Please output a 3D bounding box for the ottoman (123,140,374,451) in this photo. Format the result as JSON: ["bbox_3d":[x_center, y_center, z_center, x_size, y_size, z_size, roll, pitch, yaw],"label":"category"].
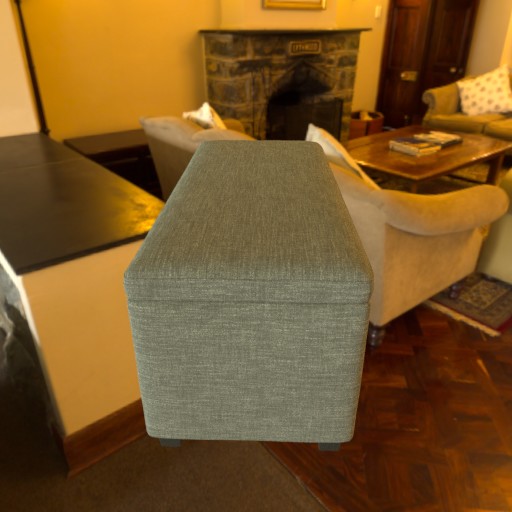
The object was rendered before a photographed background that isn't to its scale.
[{"bbox_3d":[0.000,0.000,1.161,0.419,0.432,0.902,1,28,2],"label":"ottoman"}]
